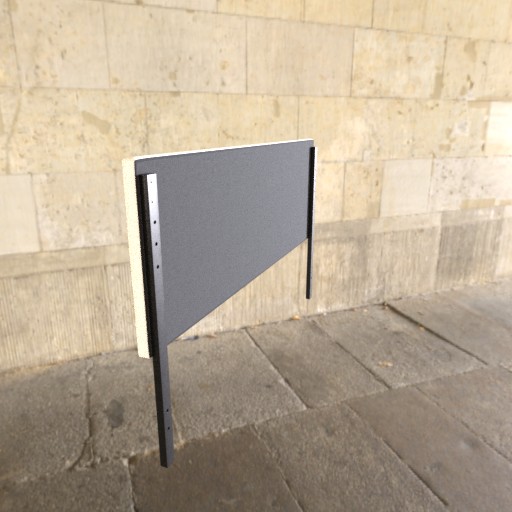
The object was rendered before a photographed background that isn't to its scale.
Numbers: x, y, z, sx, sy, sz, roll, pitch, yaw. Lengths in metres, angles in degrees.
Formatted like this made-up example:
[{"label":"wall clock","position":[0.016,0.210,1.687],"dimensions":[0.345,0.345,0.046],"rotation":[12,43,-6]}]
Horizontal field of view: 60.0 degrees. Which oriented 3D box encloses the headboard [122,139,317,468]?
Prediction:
[{"label":"headboard","position":[0.000,0.000,2.887],"dimensions":[0.120,1.410,2.362],"rotation":[7,18,23]}]
